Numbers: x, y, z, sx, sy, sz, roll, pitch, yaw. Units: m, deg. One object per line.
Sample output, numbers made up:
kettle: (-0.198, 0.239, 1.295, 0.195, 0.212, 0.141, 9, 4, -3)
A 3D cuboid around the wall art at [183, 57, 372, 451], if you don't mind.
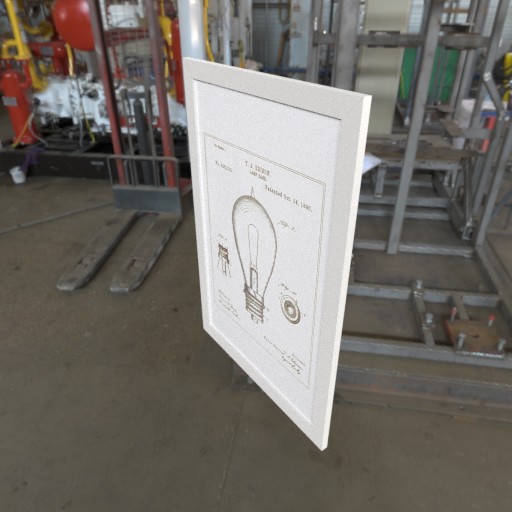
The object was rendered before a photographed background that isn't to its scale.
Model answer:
wall art: (0.000, 0.000, 0.613, 0.010, 0.474, 0.325, -20, 36, -30)
